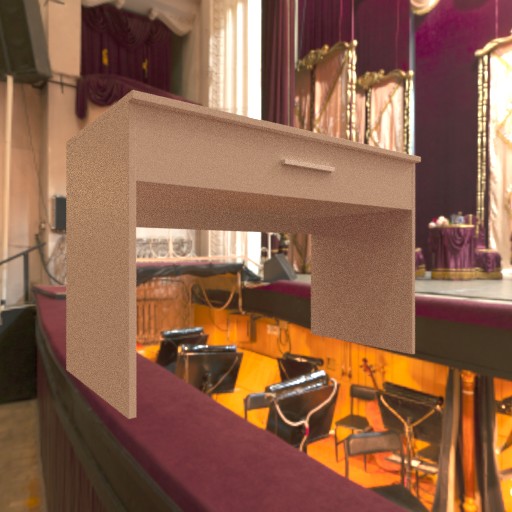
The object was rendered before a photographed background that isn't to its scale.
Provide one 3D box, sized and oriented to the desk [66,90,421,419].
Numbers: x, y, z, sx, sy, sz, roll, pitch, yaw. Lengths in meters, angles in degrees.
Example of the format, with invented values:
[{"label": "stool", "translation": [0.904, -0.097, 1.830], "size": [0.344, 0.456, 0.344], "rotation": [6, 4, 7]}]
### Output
[{"label": "desk", "translation": [0.000, 0.000, 1.527], "size": [1.100, 0.730, 0.560], "rotation": [0, 0, -37]}]
